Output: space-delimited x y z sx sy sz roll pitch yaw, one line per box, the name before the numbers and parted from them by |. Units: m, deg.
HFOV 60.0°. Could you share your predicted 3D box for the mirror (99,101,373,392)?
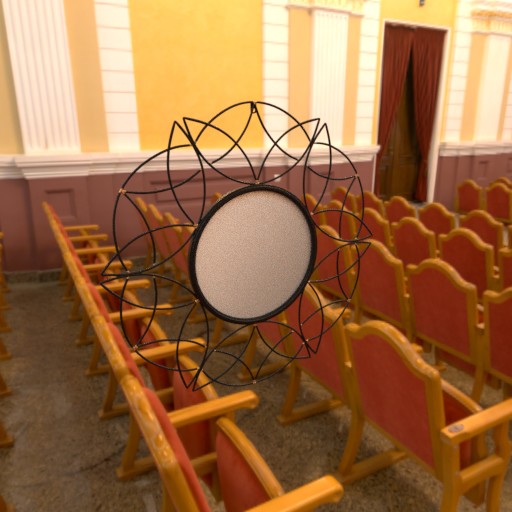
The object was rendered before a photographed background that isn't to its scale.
mirror | 0.000 0.000 1.171 0.797 0.775 0.028 -9 19 -27
